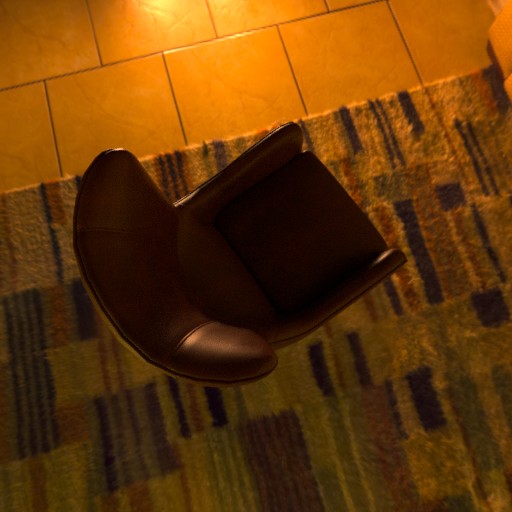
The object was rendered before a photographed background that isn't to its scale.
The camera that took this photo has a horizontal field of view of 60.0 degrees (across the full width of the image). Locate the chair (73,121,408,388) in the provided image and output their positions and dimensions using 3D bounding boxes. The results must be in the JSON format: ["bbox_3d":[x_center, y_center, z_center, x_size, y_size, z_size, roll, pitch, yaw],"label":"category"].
[{"bbox_3d":[0.000,0.000,1.582,0.914,1.048,0.692,-35,78,-8],"label":"chair"}]
